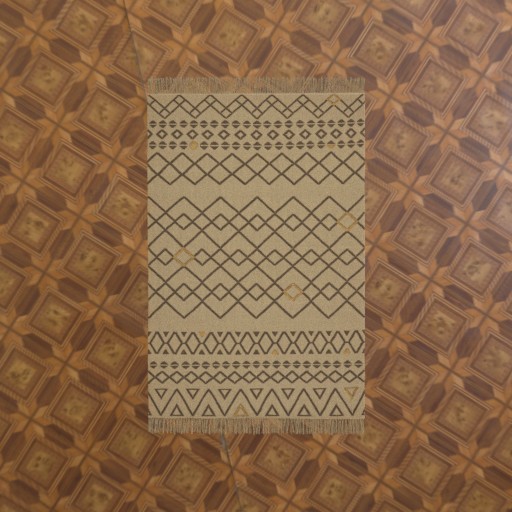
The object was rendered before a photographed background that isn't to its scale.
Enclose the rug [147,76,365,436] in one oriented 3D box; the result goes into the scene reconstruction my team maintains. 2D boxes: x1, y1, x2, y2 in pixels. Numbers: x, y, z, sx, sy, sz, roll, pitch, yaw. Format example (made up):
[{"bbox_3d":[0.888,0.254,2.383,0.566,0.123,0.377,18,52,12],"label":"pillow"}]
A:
[{"bbox_3d":[0.000,0.000,3.049,1.495,0.035,2.472,0,90,1],"label":"rug"}]
